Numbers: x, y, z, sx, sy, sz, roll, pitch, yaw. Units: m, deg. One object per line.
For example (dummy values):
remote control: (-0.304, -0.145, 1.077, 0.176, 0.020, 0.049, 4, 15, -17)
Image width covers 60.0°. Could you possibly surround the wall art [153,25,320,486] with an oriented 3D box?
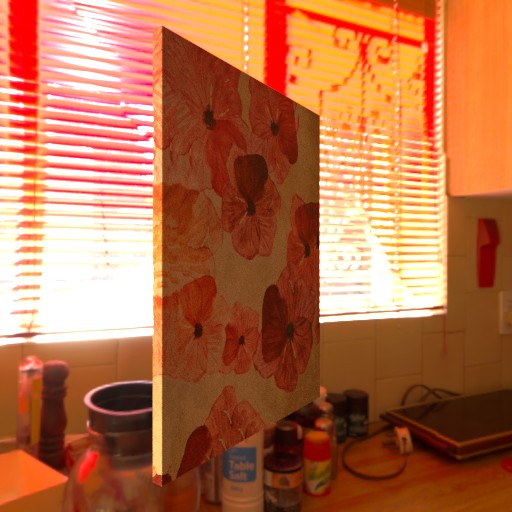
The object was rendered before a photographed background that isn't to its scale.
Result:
wall art: (0.000, 0.000, 1.294, 0.031, 1.015, 0.762, 0, 0, 35)
